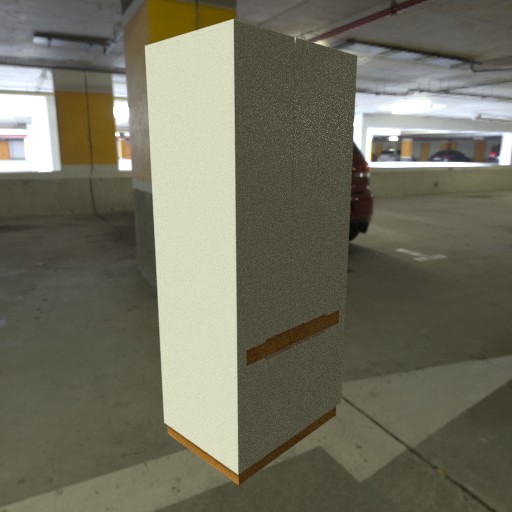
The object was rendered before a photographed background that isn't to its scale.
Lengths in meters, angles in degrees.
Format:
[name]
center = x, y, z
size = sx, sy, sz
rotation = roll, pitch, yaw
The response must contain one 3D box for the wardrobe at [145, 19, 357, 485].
[wardrobe]
center = 0.000, 0.000, 2.377
size = 0.600, 2.040, 0.860
rotation = 12, 18, 43
